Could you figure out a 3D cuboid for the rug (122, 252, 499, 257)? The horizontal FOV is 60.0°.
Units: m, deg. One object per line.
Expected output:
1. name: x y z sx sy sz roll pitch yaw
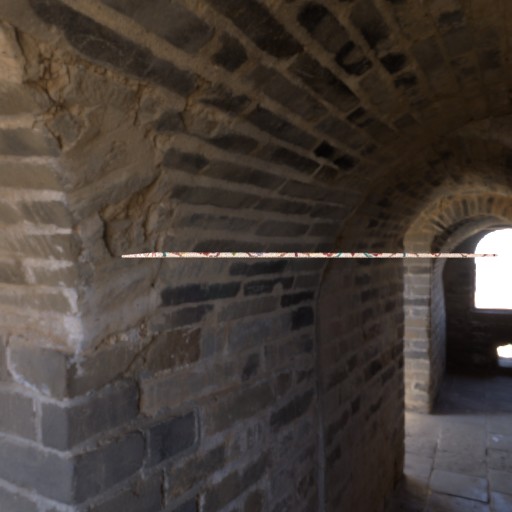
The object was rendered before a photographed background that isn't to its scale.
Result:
1. rug: 0.000 0.000 2.841 1.541 0.018 2.297 0 0 -20
